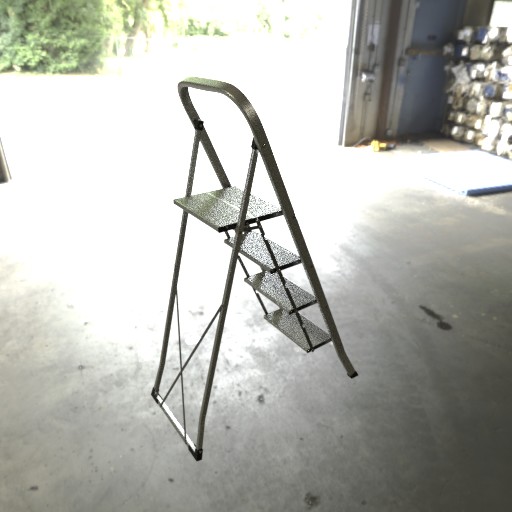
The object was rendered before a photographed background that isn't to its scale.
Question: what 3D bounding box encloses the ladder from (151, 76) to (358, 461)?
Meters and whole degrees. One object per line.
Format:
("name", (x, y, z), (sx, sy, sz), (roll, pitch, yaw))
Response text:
("ladder", (0.000, 0.000, 1.698), (0.830, 1.290, 0.465), (-18, 32, -31))
